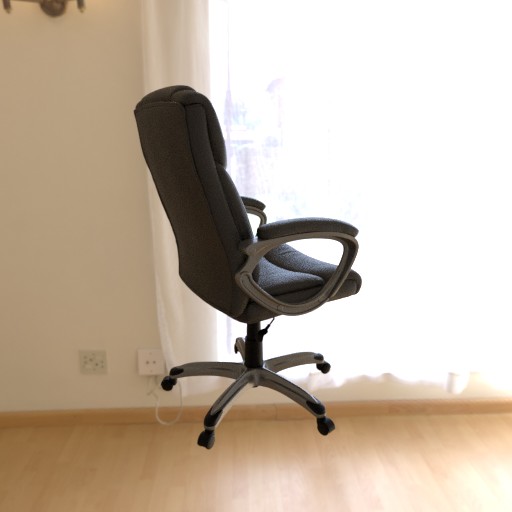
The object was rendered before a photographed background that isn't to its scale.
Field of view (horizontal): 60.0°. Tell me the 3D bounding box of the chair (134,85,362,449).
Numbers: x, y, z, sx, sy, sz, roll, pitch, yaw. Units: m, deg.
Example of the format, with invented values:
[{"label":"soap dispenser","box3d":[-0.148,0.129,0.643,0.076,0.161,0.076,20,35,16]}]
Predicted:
[{"label":"chair","box3d":[0.000,0.000,1.620,0.719,1.130,0.721,-8,17,-27]}]
